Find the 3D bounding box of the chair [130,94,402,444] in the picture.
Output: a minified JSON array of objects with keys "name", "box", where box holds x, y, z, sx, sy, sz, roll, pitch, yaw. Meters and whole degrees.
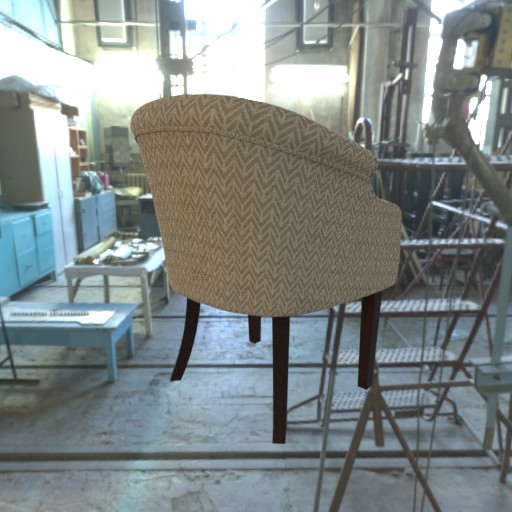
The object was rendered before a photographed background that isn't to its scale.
[{"name":"chair","box":[0.000,0.000,1.311,0.686,0.858,0.613,13,18,43]}]
